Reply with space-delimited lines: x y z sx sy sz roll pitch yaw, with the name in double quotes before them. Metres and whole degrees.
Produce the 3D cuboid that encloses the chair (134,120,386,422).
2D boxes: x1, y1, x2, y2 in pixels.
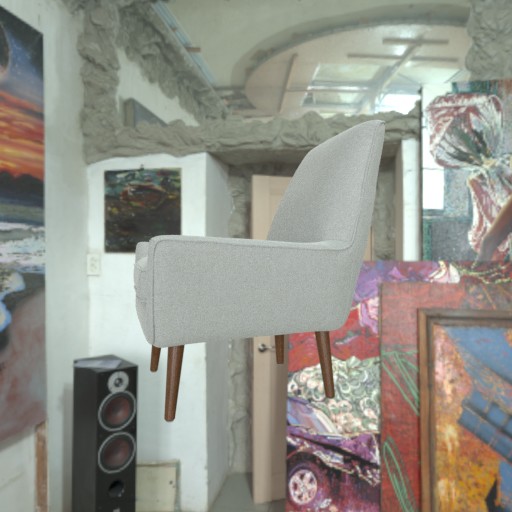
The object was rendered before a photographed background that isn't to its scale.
"chair" 0.000 0.000 1.539 0.822 0.888 0.787 0 0 -18
